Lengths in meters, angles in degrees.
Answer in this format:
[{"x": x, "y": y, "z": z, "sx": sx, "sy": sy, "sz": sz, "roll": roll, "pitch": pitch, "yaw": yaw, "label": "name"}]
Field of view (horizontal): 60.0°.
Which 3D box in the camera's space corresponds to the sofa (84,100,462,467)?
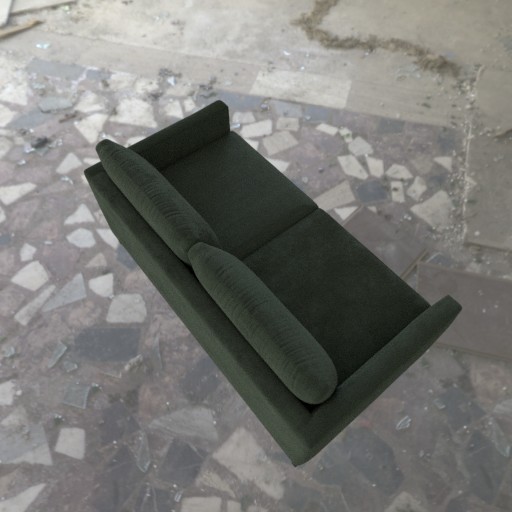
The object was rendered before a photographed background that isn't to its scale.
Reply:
[{"x": 0.000, "y": 0.000, "z": 2.162, "sx": 0.875, "sy": 0.817, "sz": 1.676, "roll": -34, "pitch": 64, "yaw": -20, "label": "sofa"}]
